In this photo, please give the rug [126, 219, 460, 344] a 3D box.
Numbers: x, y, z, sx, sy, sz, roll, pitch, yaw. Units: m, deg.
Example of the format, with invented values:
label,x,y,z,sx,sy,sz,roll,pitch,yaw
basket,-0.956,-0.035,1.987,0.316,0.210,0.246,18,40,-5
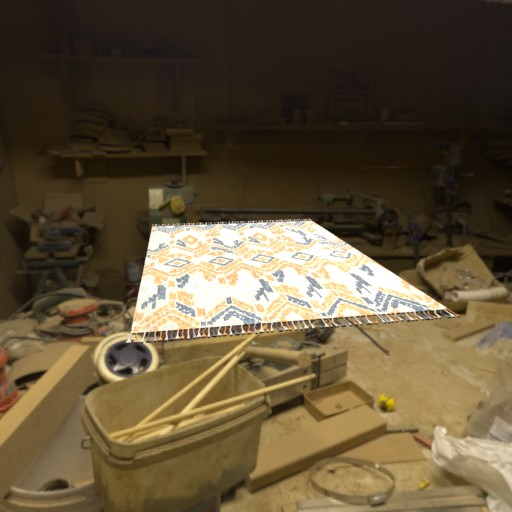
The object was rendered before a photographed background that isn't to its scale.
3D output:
label,x,y,z,sx,sy,sz,roll,pitch,yaw
rug,0.000,0.000,3.099,1.533,0.010,2.428,-3,16,-10
